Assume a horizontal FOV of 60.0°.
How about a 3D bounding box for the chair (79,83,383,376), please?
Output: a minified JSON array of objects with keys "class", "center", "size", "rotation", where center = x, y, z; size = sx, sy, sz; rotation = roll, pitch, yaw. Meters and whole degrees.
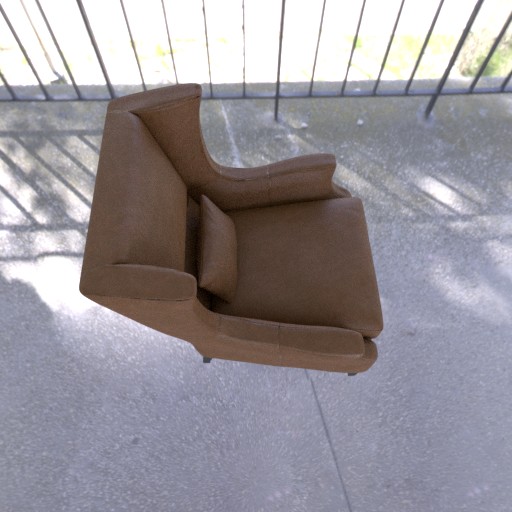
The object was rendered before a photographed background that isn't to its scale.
[{"class":"chair","center":[0.000,0.000,1.694],"size":[0.925,1.016,0.852],"rotation":[-2,63,-1]}]
